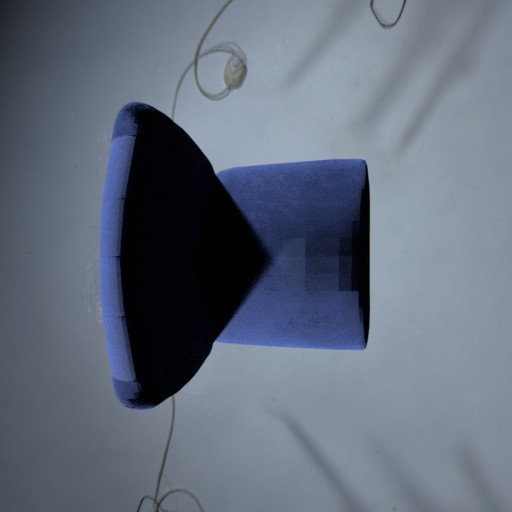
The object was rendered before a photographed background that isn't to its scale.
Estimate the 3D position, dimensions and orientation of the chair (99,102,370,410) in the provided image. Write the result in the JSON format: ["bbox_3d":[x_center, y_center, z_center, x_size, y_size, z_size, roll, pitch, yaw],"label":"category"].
[{"bbox_3d":[0.000,0.000,1.196,0.606,0.753,0.585,0,90,0],"label":"chair"}]
